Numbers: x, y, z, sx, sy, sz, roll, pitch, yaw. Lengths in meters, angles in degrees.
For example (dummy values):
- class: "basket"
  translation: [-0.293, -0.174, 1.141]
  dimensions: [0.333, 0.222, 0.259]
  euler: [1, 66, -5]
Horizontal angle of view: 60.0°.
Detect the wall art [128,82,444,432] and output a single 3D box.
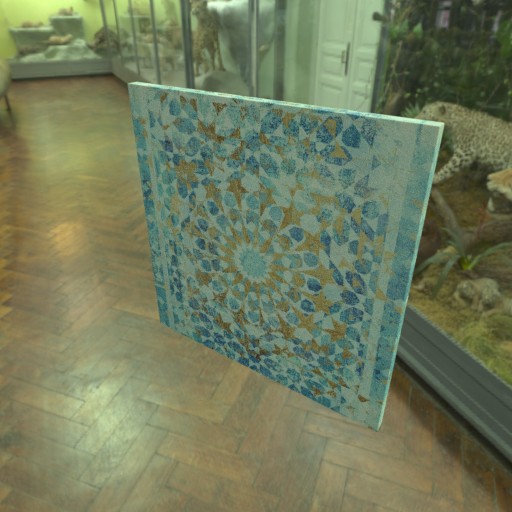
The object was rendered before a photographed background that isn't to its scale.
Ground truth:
- class: "wall art"
  translation: [0.000, 0.000, 1.351]
  dimensions: [0.916, 0.916, 0.040]
  euler: [19, 35, 29]
